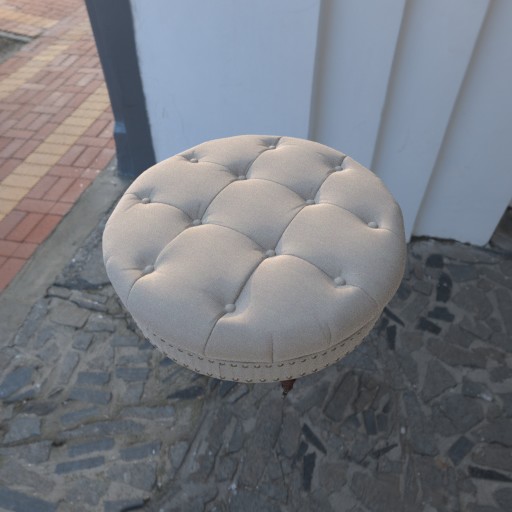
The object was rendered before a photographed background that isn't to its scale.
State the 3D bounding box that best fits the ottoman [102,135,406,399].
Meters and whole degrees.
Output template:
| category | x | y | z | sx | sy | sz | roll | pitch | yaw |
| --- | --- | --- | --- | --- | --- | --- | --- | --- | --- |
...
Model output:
| category | x | y | z | sx | sy | sz | roll | pitch | yaw |
| --- | --- | --- | --- | --- | --- | --- | --- | --- | --- |
| ottoman | 0.000 | 0.000 | 1.430 | 0.901 | 0.439 | 0.901 | 0 | 46 | 0 |
